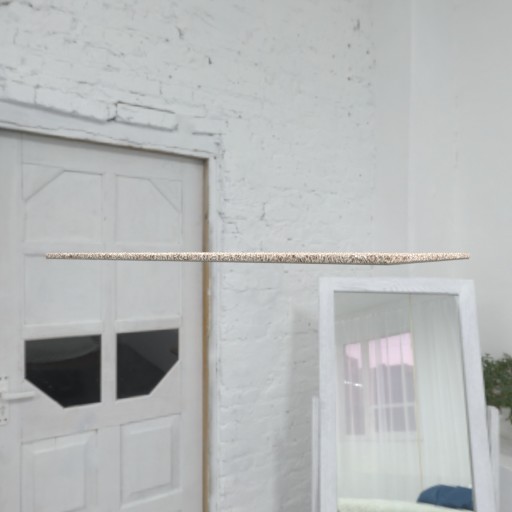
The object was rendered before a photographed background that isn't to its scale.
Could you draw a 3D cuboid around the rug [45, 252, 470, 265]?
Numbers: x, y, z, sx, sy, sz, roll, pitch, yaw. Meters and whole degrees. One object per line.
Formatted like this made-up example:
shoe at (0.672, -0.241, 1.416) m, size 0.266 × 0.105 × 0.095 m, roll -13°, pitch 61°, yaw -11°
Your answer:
rug at (0.000, 0.000, 2.238) m, size 1.778 × 0.030 × 1.219 m, roll 0°, pitch 1°, yaw 35°
